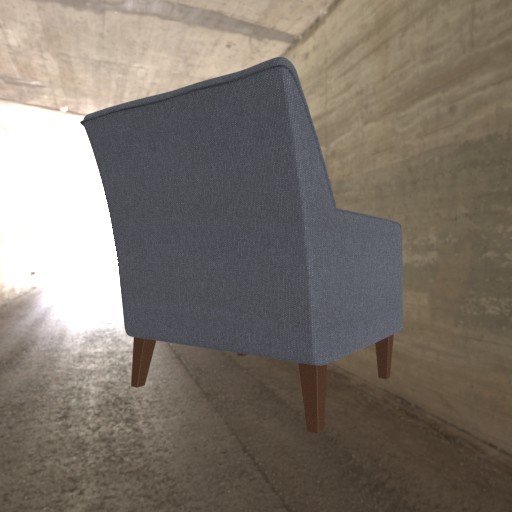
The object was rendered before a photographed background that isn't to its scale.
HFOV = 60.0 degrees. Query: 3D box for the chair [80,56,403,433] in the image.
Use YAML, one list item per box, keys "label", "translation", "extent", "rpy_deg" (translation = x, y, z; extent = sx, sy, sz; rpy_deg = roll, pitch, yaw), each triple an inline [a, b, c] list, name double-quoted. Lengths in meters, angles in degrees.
- label: "chair"
  translation: [0.000, 0.000, 1.557]
  extent: [0.780, 0.919, 0.899]
  rpy_deg: [0, 0, 35]
